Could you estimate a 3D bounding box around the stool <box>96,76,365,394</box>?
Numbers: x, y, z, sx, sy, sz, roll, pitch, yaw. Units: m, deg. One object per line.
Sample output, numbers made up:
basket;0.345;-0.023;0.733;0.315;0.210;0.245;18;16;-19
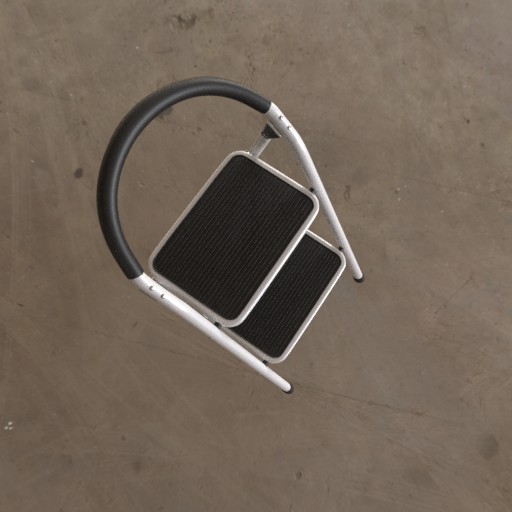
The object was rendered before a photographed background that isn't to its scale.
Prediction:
stool;0.000;0.000;1.075;0.559;0.760;0.453;34;78;8
